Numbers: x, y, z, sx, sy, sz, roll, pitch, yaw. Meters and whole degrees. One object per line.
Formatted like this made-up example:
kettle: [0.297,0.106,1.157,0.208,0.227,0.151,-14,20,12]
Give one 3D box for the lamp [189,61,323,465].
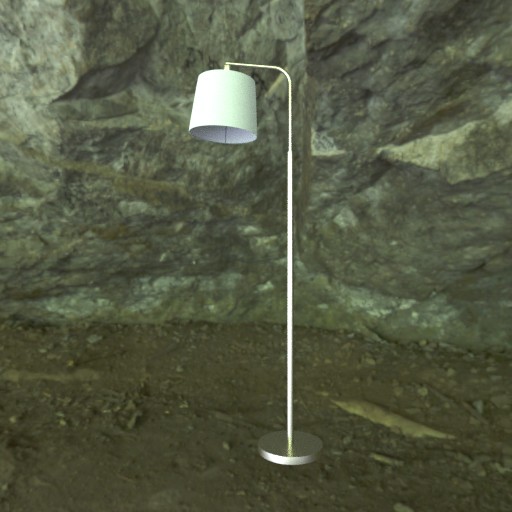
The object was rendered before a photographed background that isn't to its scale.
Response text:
lamp: [0.000,0.000,1.687,0.508,1.478,0.254,0,0,0]
